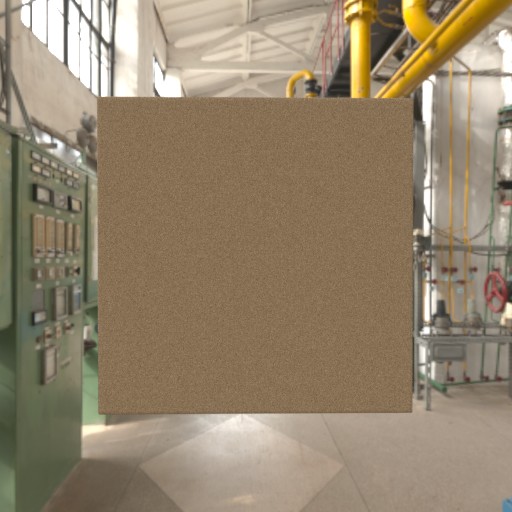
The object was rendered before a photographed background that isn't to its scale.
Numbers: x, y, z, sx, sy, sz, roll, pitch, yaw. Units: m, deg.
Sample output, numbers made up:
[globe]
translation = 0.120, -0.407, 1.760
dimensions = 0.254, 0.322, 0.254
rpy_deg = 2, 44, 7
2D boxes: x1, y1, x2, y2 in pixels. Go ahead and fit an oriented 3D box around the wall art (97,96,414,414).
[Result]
[wall art]
translation = 0.000, 0.000, 1.076
dimensions = 0.749, 0.751, 0.050
rpy_deg = 0, 1, -1
